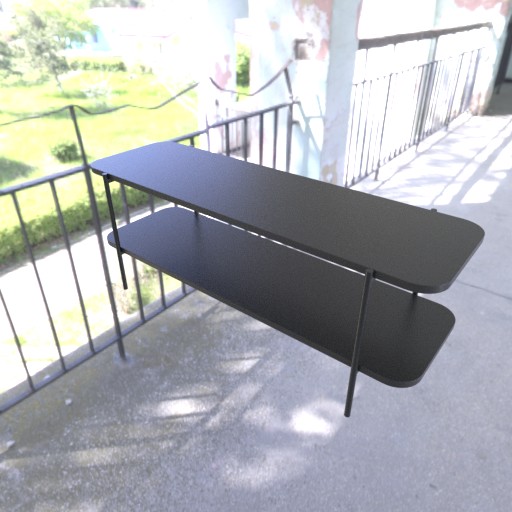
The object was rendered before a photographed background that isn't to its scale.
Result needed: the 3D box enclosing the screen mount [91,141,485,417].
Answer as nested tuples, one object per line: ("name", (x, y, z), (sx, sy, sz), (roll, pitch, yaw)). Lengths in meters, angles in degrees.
("screen mount", (0.000, 0.000, 1.410), (1.200, 0.447, 0.400), (22, 37, 32))
